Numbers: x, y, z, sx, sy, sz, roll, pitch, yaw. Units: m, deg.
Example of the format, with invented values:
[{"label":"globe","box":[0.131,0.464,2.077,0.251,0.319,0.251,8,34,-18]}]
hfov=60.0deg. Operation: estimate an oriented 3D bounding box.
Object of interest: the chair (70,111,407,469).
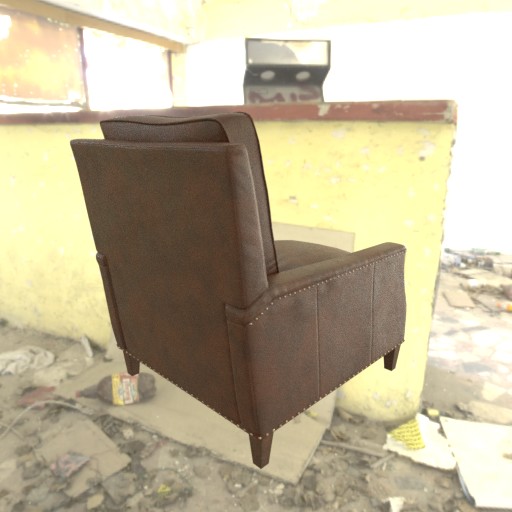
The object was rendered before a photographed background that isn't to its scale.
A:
[{"label":"chair","box":[0.000,0.000,1.754,0.854,1.054,1.035,15,22,43]}]
